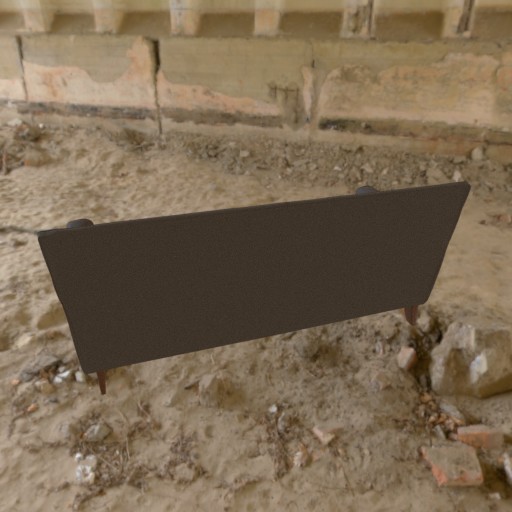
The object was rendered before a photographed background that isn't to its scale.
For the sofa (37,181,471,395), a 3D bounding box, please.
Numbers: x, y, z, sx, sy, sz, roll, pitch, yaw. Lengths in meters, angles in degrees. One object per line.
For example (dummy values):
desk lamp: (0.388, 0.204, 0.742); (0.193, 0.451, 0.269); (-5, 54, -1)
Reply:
sofa: (0.000, 0.000, 2.474); (2.002, 0.907, 0.843); (-9, 28, -16)
